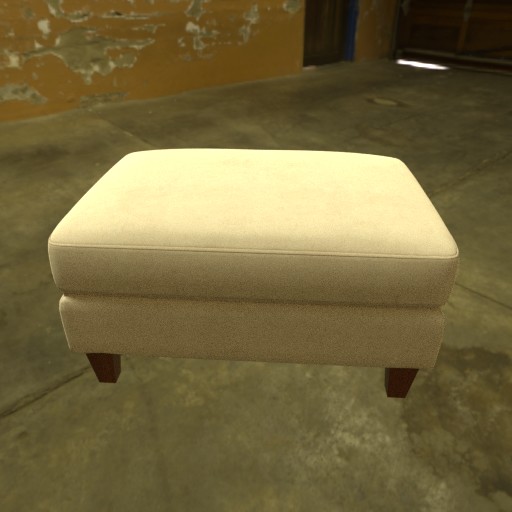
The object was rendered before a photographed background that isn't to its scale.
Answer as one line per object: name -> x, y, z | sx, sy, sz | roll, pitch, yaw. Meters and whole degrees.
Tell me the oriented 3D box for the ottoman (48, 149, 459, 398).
ottoman -> 0.000, 0.000, 1.205 | 0.864, 0.483, 0.584 | 2, 31, 3
